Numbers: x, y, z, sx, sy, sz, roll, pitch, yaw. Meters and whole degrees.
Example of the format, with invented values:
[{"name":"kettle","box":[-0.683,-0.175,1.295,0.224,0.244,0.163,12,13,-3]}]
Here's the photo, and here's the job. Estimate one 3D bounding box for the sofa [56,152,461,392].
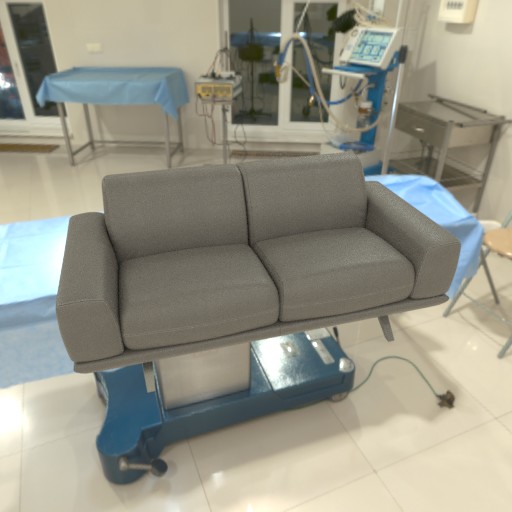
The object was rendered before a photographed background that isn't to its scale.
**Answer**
[{"name":"sofa","box":[0.000,0.000,2.379,1.901,0.772,0.900,-8,32,-14]}]
